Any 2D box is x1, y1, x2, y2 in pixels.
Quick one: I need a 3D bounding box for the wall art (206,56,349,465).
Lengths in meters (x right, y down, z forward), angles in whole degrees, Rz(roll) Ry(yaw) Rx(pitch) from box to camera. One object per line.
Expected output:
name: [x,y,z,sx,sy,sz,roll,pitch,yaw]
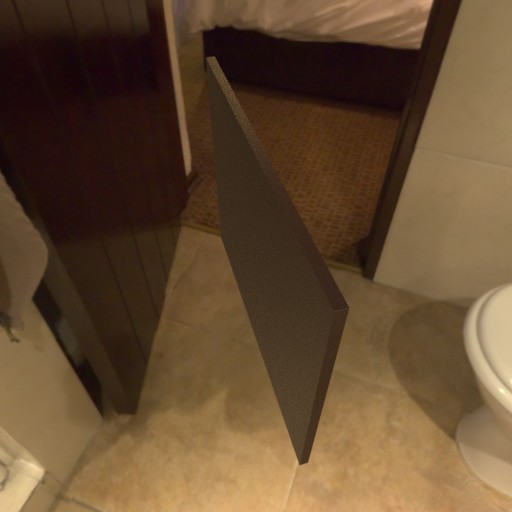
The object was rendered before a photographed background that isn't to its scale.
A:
wall art: [0.000,0.000,1.630,0.034,0.952,1.207,-12,49,-11]
